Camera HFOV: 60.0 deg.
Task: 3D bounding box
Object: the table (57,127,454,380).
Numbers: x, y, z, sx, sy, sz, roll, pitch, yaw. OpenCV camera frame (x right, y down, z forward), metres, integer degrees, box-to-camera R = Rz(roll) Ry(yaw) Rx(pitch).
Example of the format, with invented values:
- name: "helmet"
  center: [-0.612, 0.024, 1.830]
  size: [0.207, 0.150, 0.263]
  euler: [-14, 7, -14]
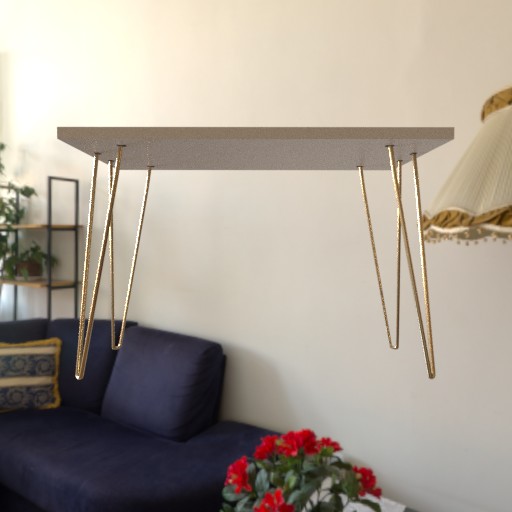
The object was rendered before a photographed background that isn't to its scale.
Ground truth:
- name: "table"
  center: [0.000, 0.000, 1.363]
  size: [0.991, 0.660, 0.498]
  euler: [0, 2, 0]
